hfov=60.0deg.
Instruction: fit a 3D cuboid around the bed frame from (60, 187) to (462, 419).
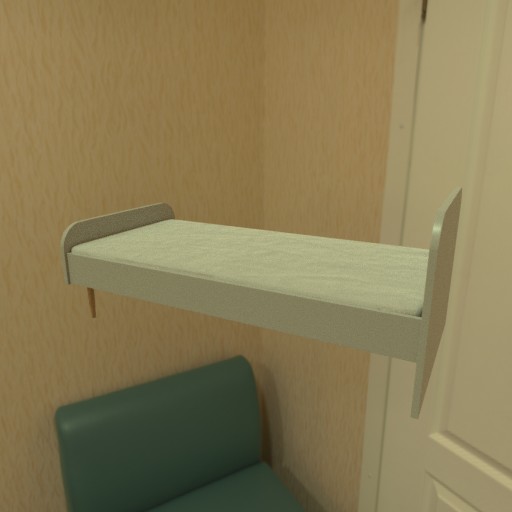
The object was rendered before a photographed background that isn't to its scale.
[{"bbox_3d":[0.000,0.000,2.483,1.963,0.805,0.998,8,18,27],"label":"bed frame"}]
